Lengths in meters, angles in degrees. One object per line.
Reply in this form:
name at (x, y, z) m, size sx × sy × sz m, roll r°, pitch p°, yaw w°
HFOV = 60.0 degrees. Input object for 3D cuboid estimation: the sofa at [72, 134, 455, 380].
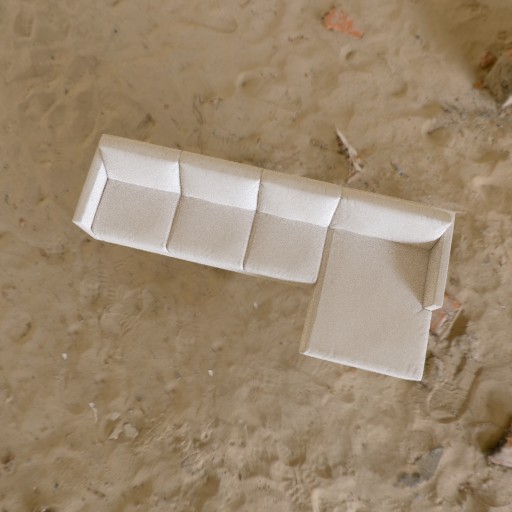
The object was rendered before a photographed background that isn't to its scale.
sofa at (0.000, 0.000, 4.291) m, size 3.471 × 0.954 × 1.606 m, roll 13°, pitch 77°, yaw 3°
